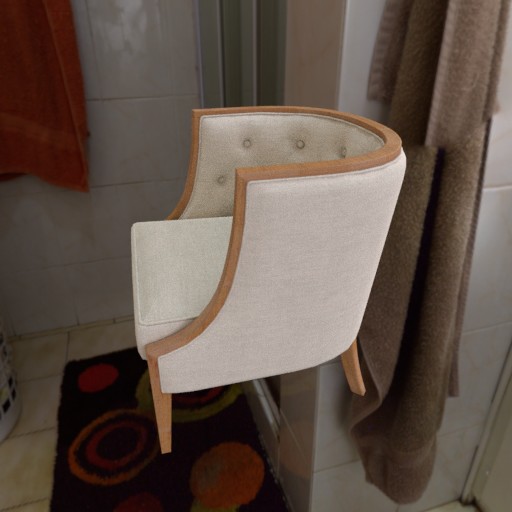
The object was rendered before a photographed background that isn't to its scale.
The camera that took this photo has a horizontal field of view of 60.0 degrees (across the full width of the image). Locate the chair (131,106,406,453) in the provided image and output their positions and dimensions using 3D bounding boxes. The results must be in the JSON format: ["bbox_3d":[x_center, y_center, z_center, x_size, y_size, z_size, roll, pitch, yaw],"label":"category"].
[{"bbox_3d":[0.000,0.000,1.388,0.757,0.775,0.711,-7,30,-13],"label":"chair"}]
